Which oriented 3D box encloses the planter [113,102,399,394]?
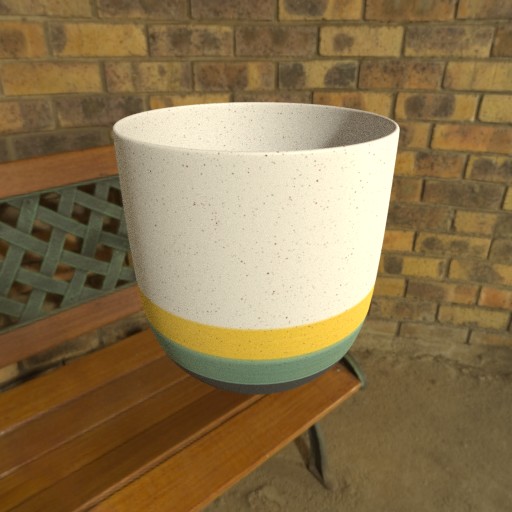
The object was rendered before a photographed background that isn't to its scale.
[{"bbox_3d":[0.000,0.000,0.360,0.195,0.214,0.195,0,26,0],"label":"planter"}]
